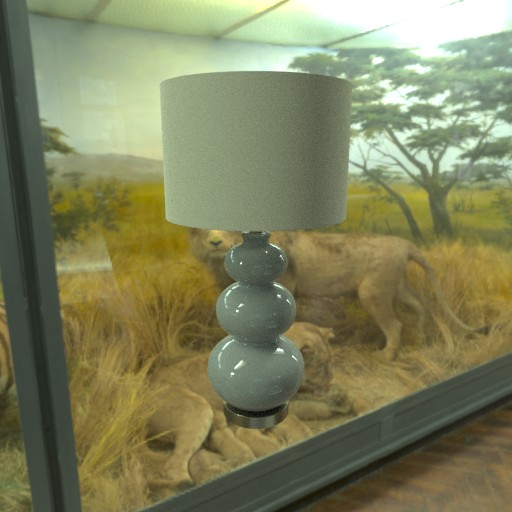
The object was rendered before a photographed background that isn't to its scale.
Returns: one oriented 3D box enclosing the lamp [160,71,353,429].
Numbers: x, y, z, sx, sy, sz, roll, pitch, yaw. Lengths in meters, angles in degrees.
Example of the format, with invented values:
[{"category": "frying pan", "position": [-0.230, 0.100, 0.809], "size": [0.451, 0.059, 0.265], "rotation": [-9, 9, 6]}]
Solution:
[{"category": "lamp", "position": [0.000, 0.000, 0.941], "size": [0.367, 0.730, 0.367], "rotation": [7, 15, 27]}]
